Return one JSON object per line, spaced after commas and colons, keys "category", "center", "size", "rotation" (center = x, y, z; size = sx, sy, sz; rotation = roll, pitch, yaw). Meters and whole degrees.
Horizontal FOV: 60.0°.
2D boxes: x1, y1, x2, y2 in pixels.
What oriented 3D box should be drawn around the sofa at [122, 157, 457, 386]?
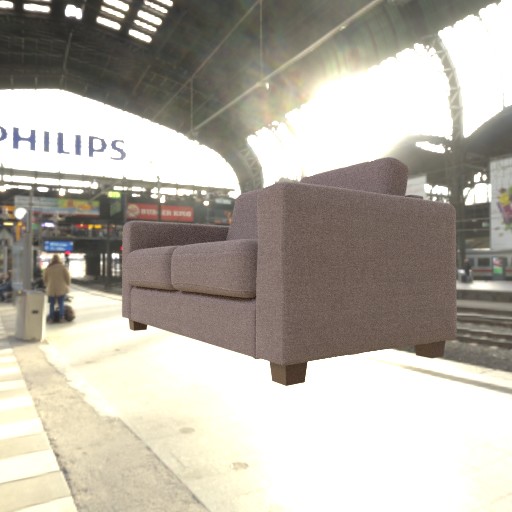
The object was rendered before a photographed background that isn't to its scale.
{"category": "sofa", "center": [0.000, 0.000, 2.098], "size": [0.900, 0.800, 1.520], "rotation": [1, -2, -34]}
